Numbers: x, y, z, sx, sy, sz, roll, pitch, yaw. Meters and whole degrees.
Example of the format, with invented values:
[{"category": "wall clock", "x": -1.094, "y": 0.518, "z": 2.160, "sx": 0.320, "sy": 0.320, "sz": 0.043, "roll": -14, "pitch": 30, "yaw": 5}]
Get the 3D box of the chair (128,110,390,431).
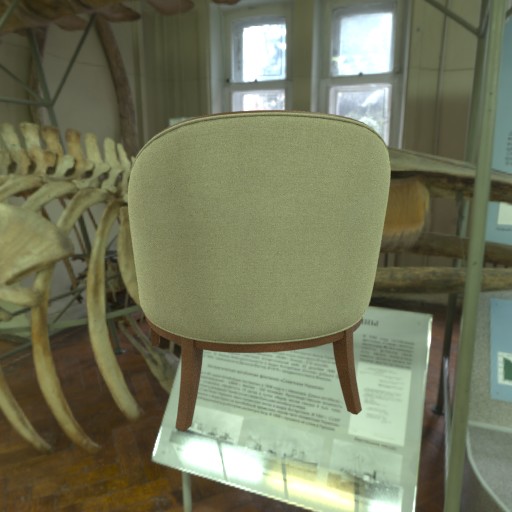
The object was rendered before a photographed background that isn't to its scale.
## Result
[{"category": "chair", "x": 0.000, "y": 0.000, "z": 1.499, "sx": 0.803, "sy": 0.876, "sz": 0.735, "roll": -2, "pitch": 13, "yaw": -9}]
